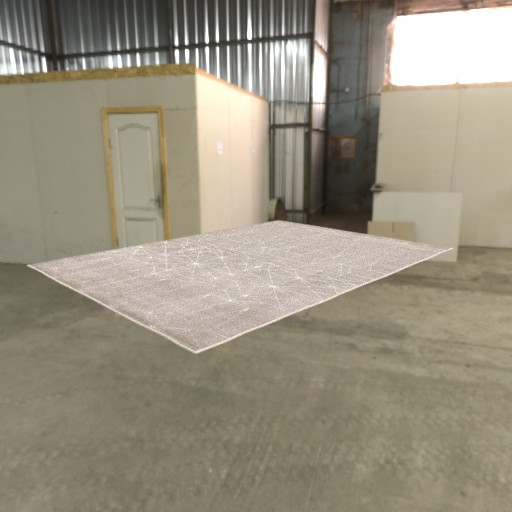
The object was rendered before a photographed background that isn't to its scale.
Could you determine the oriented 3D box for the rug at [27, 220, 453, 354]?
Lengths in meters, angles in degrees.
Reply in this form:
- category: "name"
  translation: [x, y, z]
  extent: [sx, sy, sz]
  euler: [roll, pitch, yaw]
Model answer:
- category: "rug"
  translation: [0.000, 0.000, 4.272]
  extent: [2.449, 0.019, 3.357]
  euler: [14, 20, 43]
